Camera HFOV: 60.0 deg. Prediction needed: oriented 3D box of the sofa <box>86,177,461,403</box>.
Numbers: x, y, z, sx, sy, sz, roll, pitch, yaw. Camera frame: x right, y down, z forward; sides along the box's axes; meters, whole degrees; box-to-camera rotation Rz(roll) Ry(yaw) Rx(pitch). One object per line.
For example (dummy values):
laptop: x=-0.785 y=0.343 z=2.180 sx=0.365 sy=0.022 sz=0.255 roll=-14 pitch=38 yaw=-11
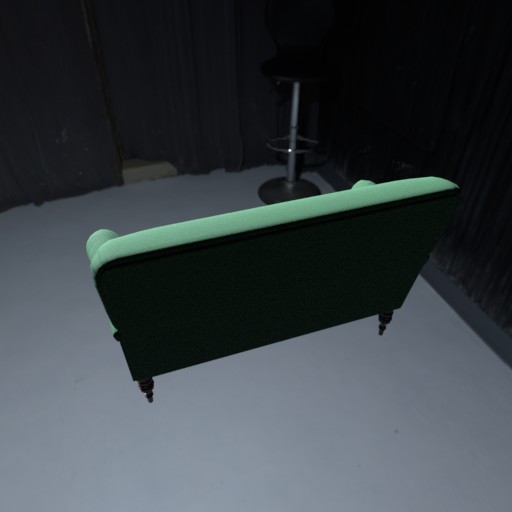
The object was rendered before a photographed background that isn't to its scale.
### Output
sofa: x=0.000 y=0.000 z=1.845 sx=1.297 sy=0.889 sz=0.779 roll=-13 pitch=42 yaw=-14
